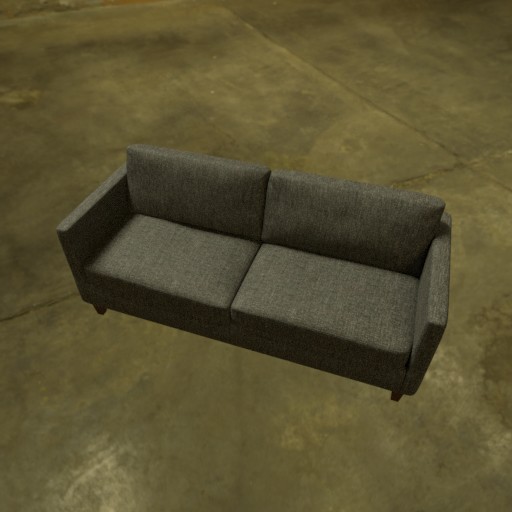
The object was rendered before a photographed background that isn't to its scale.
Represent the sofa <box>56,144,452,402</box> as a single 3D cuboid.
[{"bbox_3d":[0.000,0.000,2.807,2.208,0.960,0.948,13,44,14],"label":"sofa"}]
